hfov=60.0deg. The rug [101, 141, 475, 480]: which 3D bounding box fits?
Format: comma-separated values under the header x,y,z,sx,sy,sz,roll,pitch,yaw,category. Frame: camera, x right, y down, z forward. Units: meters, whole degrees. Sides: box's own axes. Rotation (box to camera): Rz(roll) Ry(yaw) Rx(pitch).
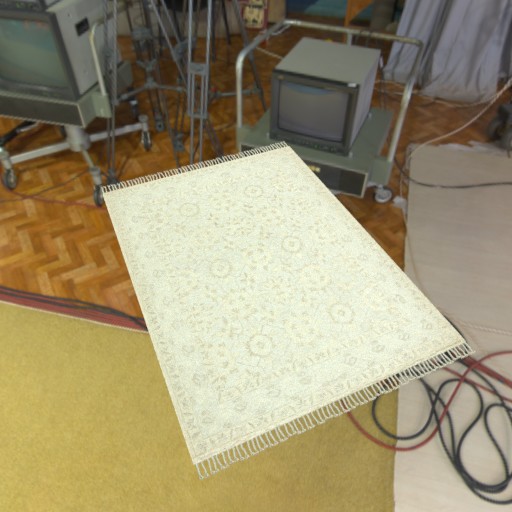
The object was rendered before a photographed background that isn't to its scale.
x,y,z,sx,sy,sz,roll,pitch,yaw,category
0.000,0.000,2.242,1.223,0.015,1.771,-18,49,-16,rug
